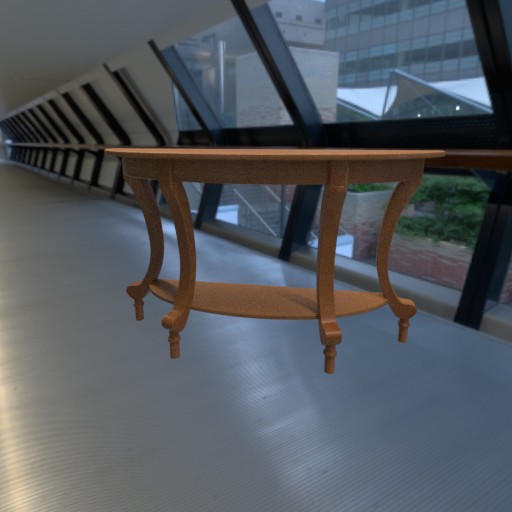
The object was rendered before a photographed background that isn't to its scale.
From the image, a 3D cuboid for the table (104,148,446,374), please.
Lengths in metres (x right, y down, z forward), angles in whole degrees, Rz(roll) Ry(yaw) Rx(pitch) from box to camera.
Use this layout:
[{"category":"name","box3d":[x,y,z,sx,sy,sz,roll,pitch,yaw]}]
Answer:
[{"category":"table","box3d":[0.000,0.000,1.505,1.198,0.692,0.394,3,16,11]}]
